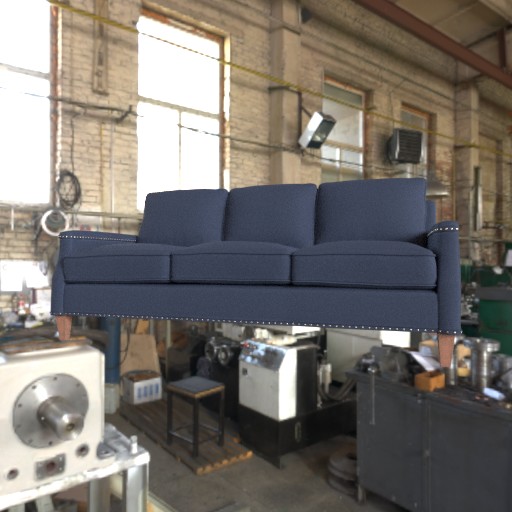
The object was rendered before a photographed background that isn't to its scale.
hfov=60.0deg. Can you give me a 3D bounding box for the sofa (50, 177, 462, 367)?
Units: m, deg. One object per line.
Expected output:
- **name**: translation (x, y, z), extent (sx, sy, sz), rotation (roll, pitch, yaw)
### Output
- **sofa**: translation (0.000, 0.000, 2.776), extent (2.246, 1.003, 1.084), rotation (0, 0, 18)
